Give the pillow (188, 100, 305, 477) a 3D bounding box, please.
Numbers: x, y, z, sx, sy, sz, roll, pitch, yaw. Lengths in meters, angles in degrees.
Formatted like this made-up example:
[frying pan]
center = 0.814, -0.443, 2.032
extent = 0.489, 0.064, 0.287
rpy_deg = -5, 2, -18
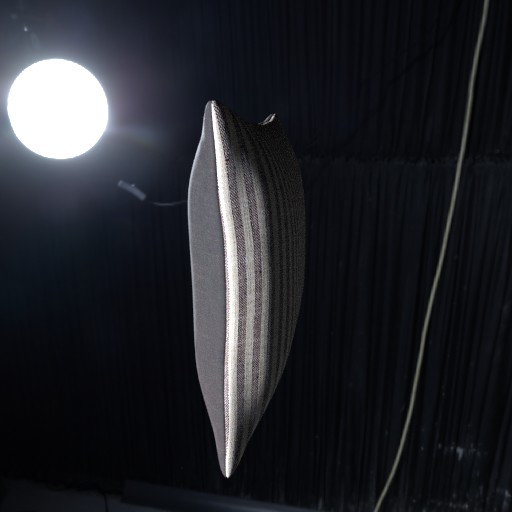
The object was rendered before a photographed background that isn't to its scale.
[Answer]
[pillow]
center = 0.000, 0.000, 0.801
extent = 0.166, 0.506, 0.523
rpy_deg = 3, 16, 10
